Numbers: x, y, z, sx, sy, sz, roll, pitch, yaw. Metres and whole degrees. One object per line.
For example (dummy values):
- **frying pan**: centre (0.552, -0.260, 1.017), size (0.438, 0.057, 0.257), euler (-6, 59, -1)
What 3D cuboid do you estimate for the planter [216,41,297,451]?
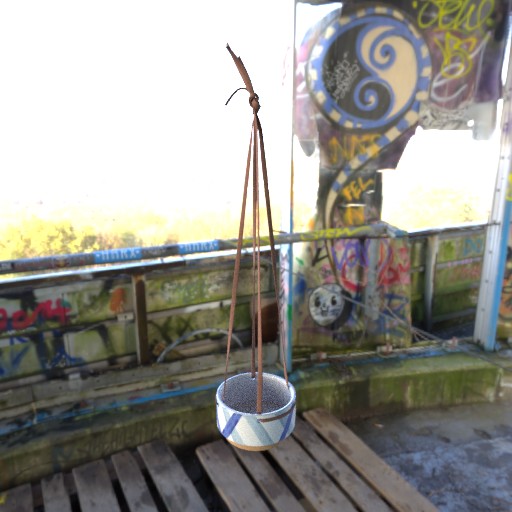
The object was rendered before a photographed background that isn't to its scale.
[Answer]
- **planter**: centre (0.000, 0.000, 0.837), size (0.166, 0.751, 0.166), euler (-7, 16, -26)
